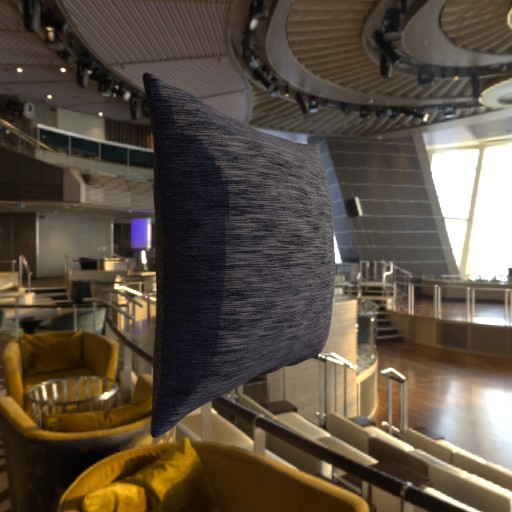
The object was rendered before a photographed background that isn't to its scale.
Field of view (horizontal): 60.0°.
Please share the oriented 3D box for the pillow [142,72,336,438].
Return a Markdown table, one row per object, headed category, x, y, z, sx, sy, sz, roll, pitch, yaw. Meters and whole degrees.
| category | x | y | z | sx | sy | sz | roll | pitch | yaw |
| --- | --- | --- | --- | --- | --- | --- | --- | --- | --- |
| pillow | 0.000 | 0.000 | 0.706 | 0.204 | 0.439 | 0.452 | 1 | 1 | 35 |
